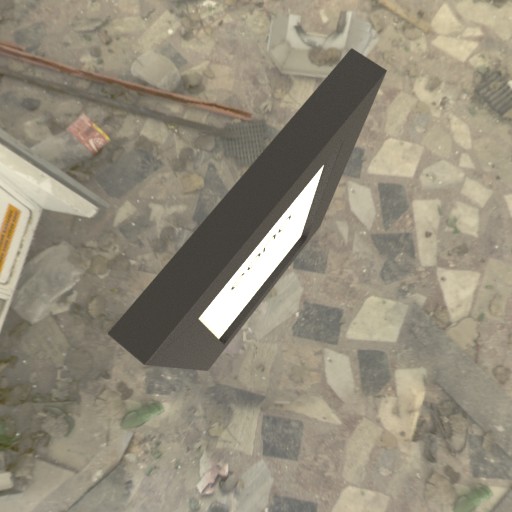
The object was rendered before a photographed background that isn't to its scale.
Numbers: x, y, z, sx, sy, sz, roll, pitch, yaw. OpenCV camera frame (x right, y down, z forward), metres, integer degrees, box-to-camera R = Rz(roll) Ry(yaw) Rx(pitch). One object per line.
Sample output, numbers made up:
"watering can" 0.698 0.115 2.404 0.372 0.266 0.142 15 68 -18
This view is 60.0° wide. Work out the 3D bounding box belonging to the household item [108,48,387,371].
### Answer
"household item" 0.000 0.000 0.235 0.022 0.178 0.133 37 78 9
